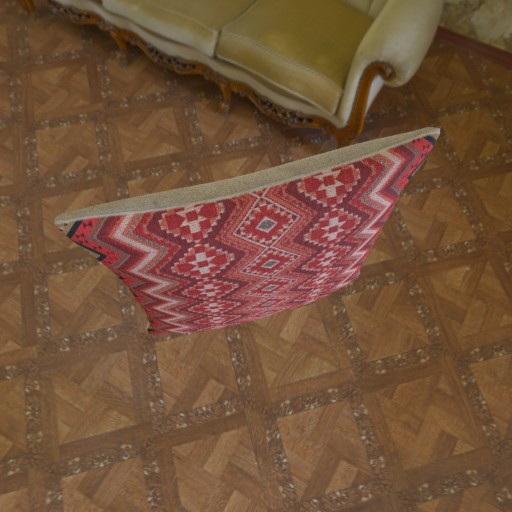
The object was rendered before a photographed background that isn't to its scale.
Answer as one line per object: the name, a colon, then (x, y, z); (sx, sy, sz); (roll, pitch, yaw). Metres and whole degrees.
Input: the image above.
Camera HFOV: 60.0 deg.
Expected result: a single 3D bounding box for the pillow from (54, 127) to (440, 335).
pillow: (0.000, 0.000, 0.797); (0.513, 0.511, 0.158); (-15, 66, -7)
